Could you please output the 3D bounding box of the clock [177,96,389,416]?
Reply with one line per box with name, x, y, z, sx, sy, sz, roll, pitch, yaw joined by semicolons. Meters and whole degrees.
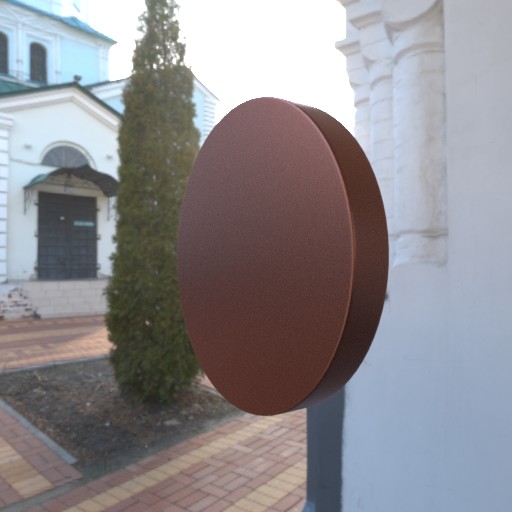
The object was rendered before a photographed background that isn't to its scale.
clock;0.000;0.000;0.463;0.040;0.313;0.313;0;-1;-34
